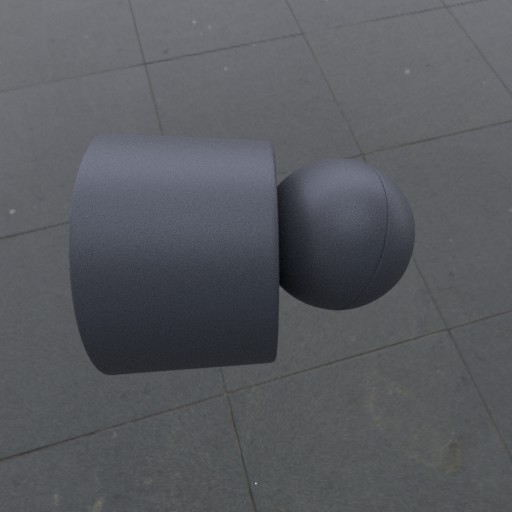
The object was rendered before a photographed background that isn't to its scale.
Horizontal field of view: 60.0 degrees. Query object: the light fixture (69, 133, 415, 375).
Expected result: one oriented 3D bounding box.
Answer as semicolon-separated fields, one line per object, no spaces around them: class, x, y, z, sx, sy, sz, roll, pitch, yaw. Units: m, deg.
light fixture;0.000;0.000;0.259;0.160;0.143;0.134;-1;63;0
